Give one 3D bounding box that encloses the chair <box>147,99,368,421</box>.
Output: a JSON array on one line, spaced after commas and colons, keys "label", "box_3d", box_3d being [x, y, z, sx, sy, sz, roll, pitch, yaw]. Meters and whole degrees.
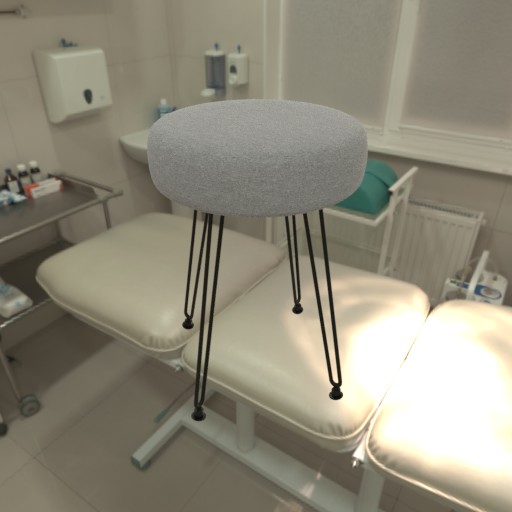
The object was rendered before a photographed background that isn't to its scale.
[{"label": "chair", "box_3d": [0.000, 0.000, 0.711, 0.350, 0.440, 0.350, 19, 36, 28]}]
